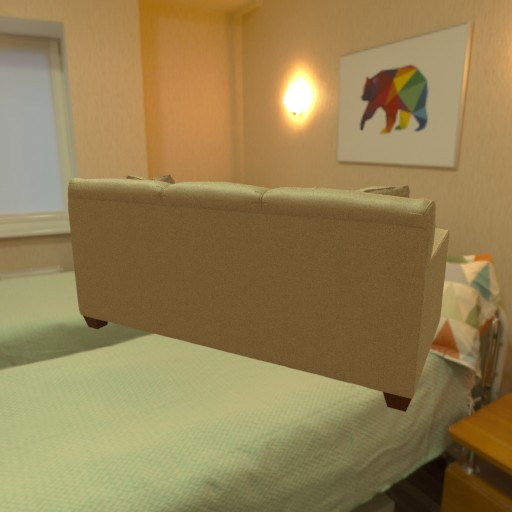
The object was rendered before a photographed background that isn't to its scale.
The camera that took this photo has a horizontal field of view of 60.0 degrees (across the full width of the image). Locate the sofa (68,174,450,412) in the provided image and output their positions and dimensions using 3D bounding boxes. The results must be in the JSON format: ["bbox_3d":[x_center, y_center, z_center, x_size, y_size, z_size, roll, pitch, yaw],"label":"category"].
[{"bbox_3d":[0.000,0.000,2.622,2.024,0.958,0.997,8,16,27],"label":"sofa"}]
